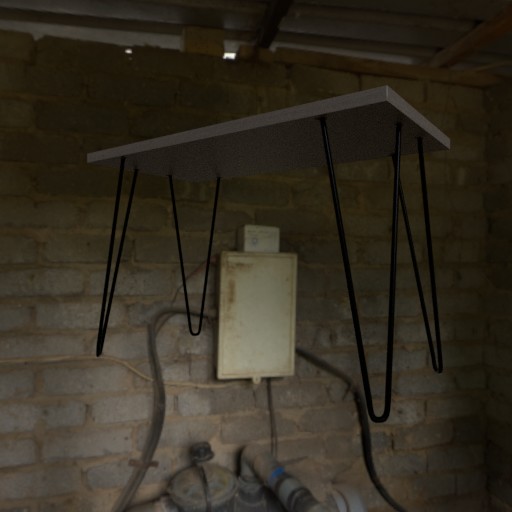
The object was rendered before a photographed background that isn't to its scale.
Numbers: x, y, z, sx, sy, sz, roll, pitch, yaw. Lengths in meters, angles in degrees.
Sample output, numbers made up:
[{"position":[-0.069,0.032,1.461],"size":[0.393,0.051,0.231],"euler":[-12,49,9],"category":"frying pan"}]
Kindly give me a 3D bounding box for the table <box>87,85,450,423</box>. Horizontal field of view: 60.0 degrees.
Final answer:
[{"position":[0.000,0.000,1.344],"size":[0.991,0.660,0.499],"euler":[0,1,36],"category":"table"}]
